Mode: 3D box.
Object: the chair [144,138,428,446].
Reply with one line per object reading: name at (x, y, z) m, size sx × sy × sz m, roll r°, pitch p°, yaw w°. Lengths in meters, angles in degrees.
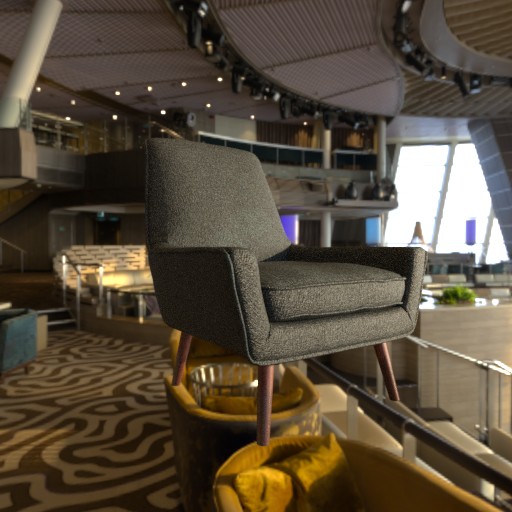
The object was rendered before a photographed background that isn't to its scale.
chair at (0.000, 0.000, 1.510) m, size 0.763 × 0.883 × 0.859 m, roll -1°, pitch 2°, yaw -37°
